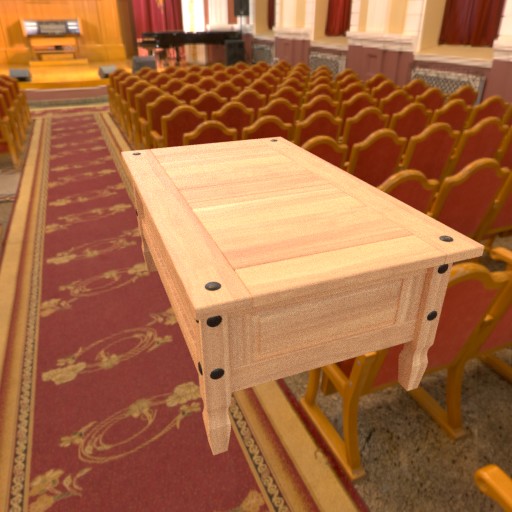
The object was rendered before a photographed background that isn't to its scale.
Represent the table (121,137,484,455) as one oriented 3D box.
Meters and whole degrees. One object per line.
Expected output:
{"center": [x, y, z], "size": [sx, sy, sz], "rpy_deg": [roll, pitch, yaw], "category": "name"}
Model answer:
{"center": [0.000, 0.000, 1.308], "size": [0.600, 0.437, 1.000], "rpy_deg": [-11, 30, -19], "category": "table"}
